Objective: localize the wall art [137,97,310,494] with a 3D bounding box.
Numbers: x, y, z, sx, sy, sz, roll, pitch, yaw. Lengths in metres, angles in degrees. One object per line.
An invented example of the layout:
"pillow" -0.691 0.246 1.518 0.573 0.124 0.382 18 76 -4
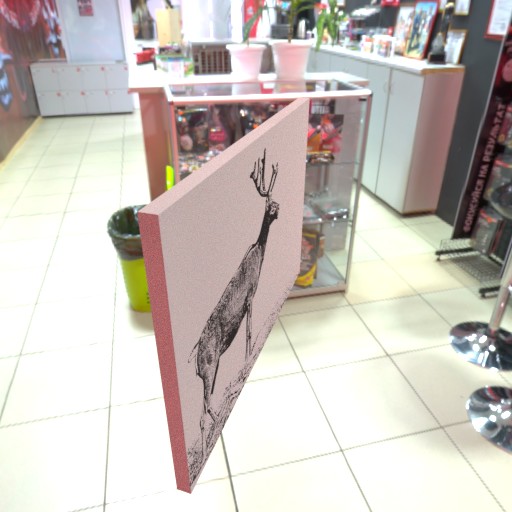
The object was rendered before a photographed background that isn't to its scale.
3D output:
"wall art" 0.000 0.000 1.122 0.033 0.617 0.906 10 31 16
